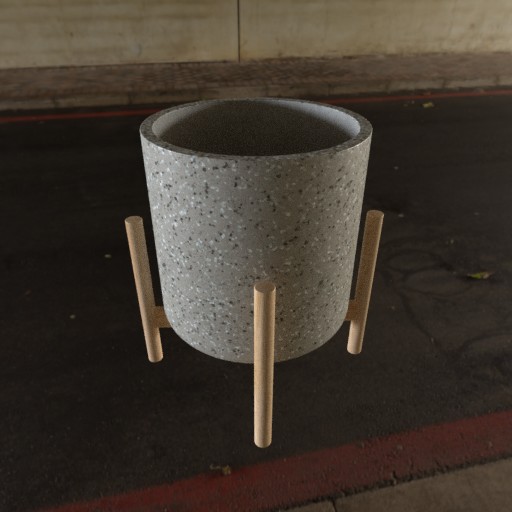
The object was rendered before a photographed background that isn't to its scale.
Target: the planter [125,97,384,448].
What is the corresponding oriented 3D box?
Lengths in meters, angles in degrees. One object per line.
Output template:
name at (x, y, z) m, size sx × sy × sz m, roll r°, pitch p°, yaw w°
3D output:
planter at (0.000, 0.000, 0.701) m, size 0.360 × 0.419 × 0.360 m, roll 10°, pitch 33°, yaw 16°
